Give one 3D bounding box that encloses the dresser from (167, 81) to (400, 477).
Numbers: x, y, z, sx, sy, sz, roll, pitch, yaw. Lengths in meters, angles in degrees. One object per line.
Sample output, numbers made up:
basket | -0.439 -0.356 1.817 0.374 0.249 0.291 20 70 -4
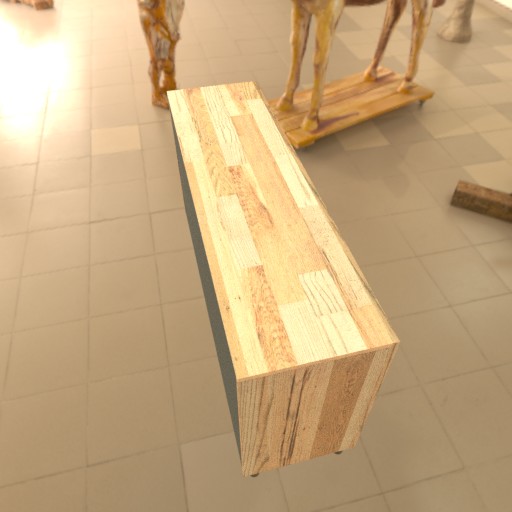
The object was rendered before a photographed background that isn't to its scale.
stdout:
dresser | 0.000 0.000 1.952 0.487 0.834 1.547 -10 48 -10
